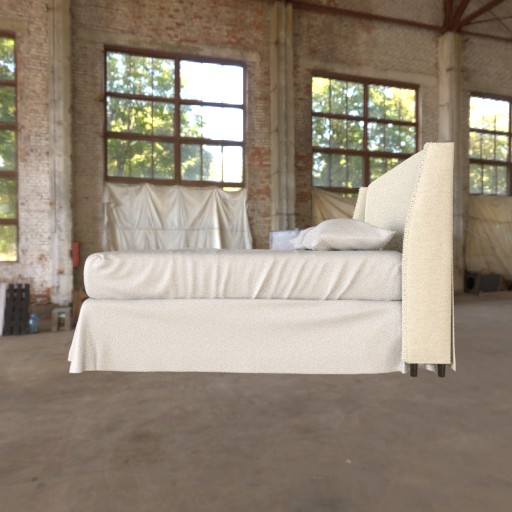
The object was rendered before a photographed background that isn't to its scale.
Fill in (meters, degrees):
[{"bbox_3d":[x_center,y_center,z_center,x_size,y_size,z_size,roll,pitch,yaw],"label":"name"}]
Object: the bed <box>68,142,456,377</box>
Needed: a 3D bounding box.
[{"bbox_3d":[0.000,0.000,3.423,2.276,1.332,1.925,0,1,2],"label":"bed"}]
